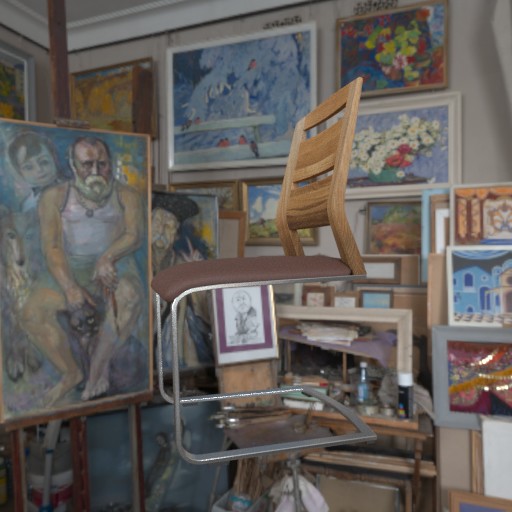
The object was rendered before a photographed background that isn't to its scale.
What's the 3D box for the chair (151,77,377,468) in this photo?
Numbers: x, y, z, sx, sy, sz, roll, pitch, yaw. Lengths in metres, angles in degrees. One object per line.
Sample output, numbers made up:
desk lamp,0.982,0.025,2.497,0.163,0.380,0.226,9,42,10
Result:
chair,0.000,0.000,1.282,0.570,0.970,0.460,0,0,-17
